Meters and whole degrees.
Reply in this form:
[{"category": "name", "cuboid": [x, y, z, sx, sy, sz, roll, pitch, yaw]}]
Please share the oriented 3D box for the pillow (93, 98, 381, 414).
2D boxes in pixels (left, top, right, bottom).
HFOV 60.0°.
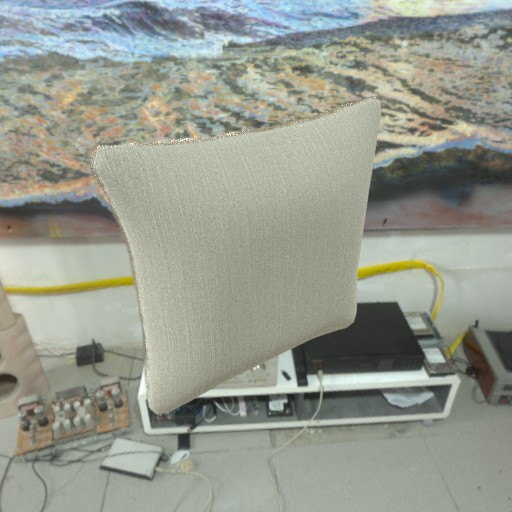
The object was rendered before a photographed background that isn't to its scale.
[{"category": "pillow", "cuboid": [0.000, 0.000, 0.827, 0.538, 0.525, 0.216, -19, 36, -29]}]
